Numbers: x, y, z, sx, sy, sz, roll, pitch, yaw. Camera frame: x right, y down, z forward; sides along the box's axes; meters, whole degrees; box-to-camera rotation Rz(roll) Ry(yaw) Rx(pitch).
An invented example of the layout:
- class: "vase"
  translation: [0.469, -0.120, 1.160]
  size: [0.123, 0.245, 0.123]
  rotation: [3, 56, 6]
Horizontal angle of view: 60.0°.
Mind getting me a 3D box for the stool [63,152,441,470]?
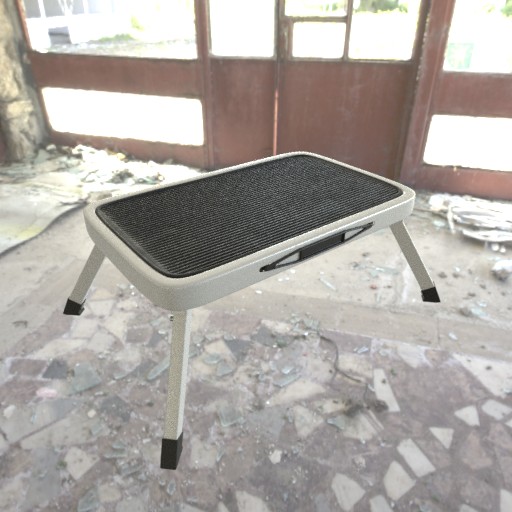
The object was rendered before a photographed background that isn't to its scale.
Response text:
- class: "stool"
  translation: [0.000, 0.000, 0.604]
  size: [0.460, 0.170, 0.320]
  rotation: [-21, 37, -32]
